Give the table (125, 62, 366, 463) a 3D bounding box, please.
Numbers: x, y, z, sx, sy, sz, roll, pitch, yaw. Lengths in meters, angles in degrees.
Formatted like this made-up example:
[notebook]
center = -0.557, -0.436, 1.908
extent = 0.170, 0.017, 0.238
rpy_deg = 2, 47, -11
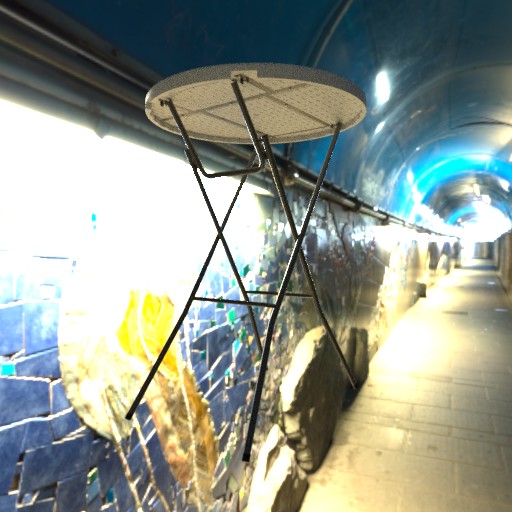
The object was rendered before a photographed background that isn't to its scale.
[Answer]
[table]
center = 0.000, 0.000, 1.649
extent = 0.792, 1.105, 0.795
rpy_deg = 1, 1, 36
